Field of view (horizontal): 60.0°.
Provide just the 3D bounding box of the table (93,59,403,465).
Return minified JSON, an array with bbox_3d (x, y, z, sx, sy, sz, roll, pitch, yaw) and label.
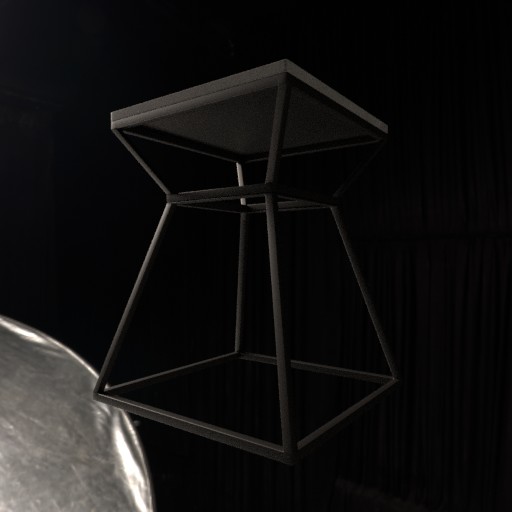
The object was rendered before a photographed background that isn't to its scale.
[{"bbox_3d":[0.000,0.000,0.908,0.455,0.559,0.455,0,0,36],"label":"table"}]
